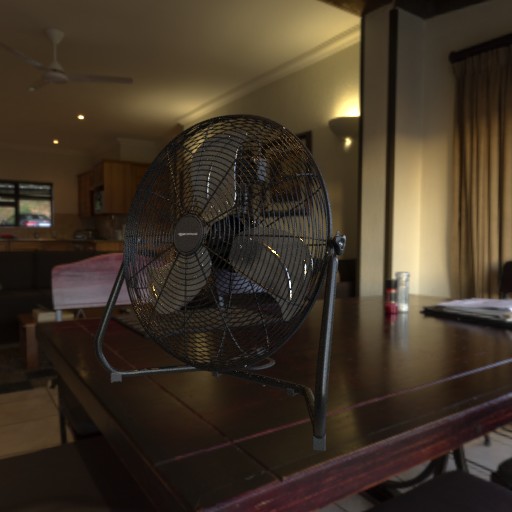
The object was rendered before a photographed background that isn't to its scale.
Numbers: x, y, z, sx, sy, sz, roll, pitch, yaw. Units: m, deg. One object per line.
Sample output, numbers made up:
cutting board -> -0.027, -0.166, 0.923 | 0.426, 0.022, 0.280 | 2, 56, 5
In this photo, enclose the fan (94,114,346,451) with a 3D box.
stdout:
fan -> 0.000, 0.000, 0.939 | 0.555, 0.546, 0.424 | 2, 3, 37
